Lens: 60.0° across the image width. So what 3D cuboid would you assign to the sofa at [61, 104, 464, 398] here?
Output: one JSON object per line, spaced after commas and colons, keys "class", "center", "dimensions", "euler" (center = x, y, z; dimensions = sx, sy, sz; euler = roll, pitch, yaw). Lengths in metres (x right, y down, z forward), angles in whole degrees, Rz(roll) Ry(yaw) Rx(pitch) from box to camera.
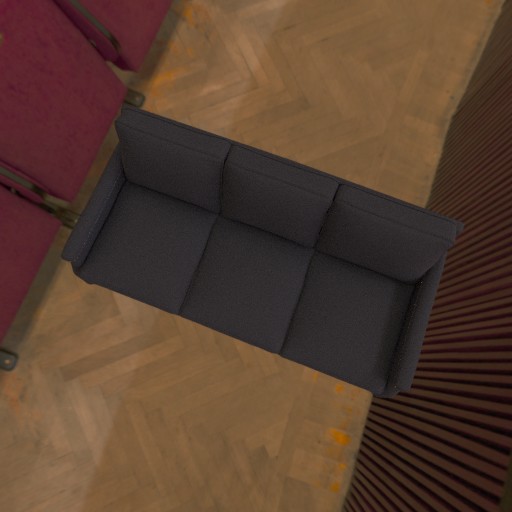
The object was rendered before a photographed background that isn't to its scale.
{"class": "sofa", "center": [0.000, 0.000, 2.854], "dimensions": [2.246, 1.003, 1.084], "euler": [20, 77, 5]}
